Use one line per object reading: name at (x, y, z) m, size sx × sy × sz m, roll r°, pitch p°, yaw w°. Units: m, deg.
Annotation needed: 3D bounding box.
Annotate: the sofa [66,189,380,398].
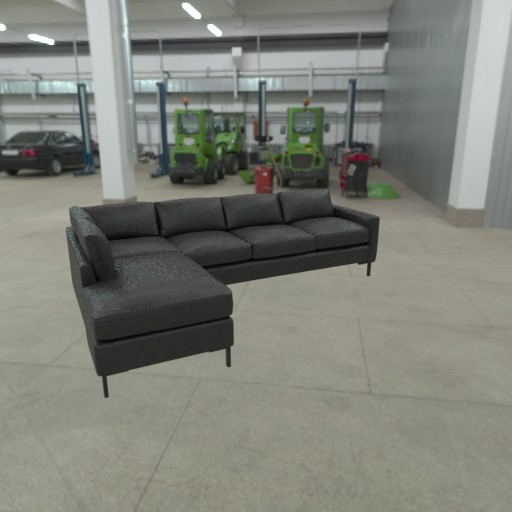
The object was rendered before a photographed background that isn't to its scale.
sofa at (0.000, 0.000, 3.907) m, size 2.984 × 0.877 × 1.938 m, roll -8°, pitch 18°, yaw -26°
